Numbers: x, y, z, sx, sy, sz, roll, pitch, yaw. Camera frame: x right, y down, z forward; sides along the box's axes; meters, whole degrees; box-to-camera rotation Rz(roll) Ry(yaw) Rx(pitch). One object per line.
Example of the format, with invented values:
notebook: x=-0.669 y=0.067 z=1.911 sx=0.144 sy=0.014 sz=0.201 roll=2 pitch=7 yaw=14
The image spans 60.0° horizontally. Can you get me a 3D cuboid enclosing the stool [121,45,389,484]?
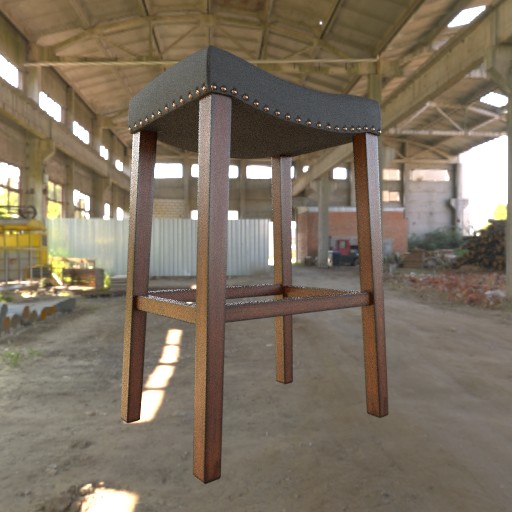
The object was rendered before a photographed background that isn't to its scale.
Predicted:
stool: x=0.000 y=0.000 z=1.022 sx=0.502 sy=0.748 sz=0.366 roll=-1 pitch=1 yaw=-38
